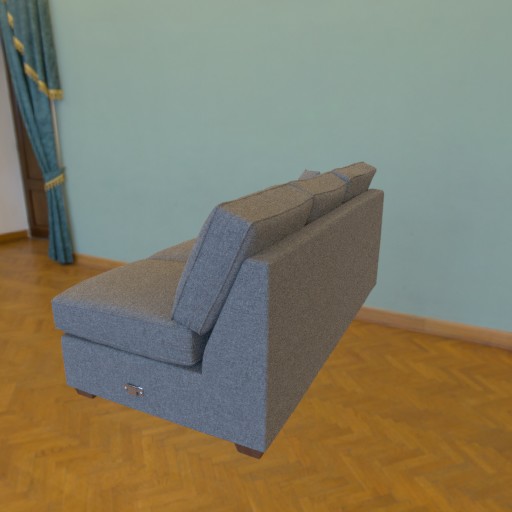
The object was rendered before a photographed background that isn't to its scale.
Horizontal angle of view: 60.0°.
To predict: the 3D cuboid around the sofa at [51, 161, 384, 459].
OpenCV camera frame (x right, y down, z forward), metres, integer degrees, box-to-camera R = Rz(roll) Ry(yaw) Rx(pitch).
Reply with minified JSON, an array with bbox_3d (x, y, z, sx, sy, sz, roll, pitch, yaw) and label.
[{"bbox_3d":[0.000,0.000,2.489,1.034,0.946,1.963,8,18,25],"label":"sofa"}]
